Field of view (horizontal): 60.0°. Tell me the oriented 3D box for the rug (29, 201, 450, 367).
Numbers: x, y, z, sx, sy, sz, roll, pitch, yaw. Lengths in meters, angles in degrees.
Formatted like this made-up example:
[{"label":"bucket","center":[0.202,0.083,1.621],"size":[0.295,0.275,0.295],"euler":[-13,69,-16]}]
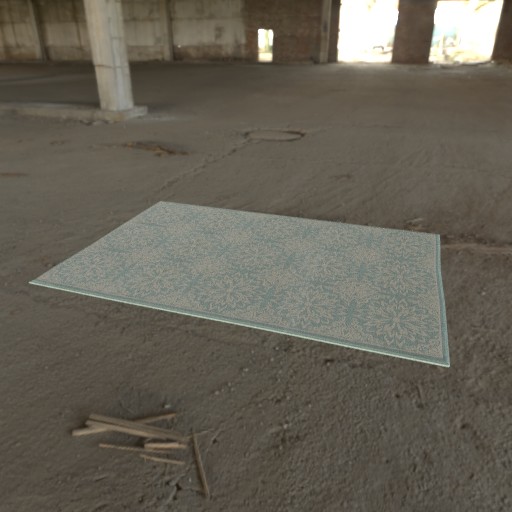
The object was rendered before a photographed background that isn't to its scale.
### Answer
[{"label":"rug","center":[0.000,0.000,2.327],"size":[1.840,0.012,1.219],"euler":[9,28,17]}]
